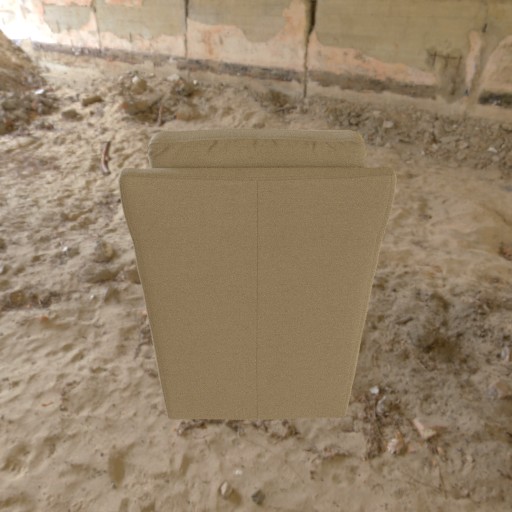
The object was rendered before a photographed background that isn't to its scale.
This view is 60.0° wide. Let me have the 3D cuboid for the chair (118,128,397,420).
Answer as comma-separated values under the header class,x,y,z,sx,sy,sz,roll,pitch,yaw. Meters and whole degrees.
class,x,y,z,sx,sy,sz,roll,pitch,yaw
chair,0.000,0.000,1.411,0.626,0.914,0.694,0,31,-1
